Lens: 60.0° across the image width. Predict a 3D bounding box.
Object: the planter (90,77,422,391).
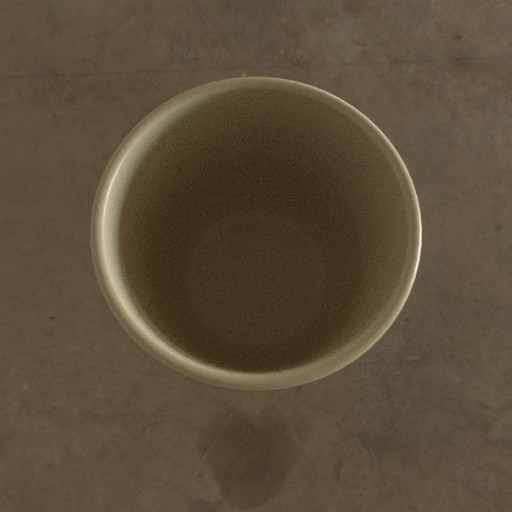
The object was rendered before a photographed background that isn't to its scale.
[{"bbox_3d":[0.000,0.000,0.217,0.124,0.109,0.124,0,75,0],"label":"planter"}]
